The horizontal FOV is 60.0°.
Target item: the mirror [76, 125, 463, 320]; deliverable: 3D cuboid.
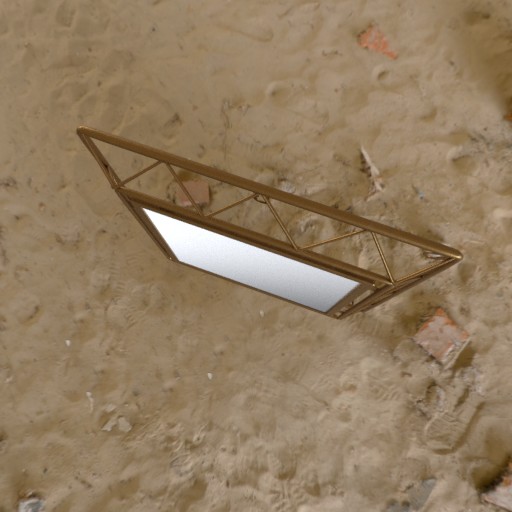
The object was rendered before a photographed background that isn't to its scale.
[{"bbox_3d":[0.000,0.000,0.636,0.416,0.414,0.046,19,76,5],"label":"mirror"}]
